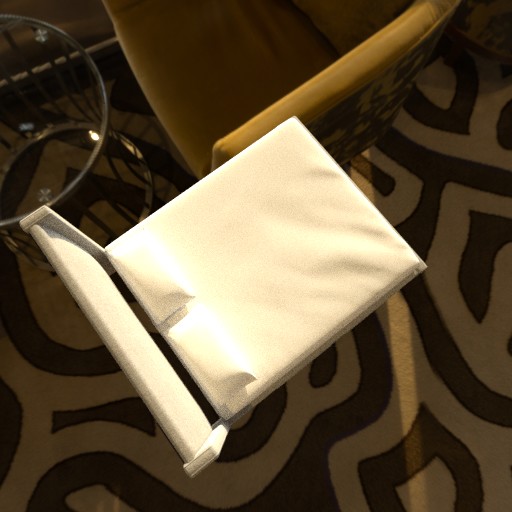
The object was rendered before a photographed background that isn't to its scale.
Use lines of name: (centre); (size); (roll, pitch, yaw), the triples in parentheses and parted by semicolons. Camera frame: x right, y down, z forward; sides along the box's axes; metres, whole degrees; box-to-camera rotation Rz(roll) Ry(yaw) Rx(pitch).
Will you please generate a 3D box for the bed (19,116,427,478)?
bed: (0.000, 0.000, 3.348); (2.222, 1.491, 1.774); (-37, 79, -8)
